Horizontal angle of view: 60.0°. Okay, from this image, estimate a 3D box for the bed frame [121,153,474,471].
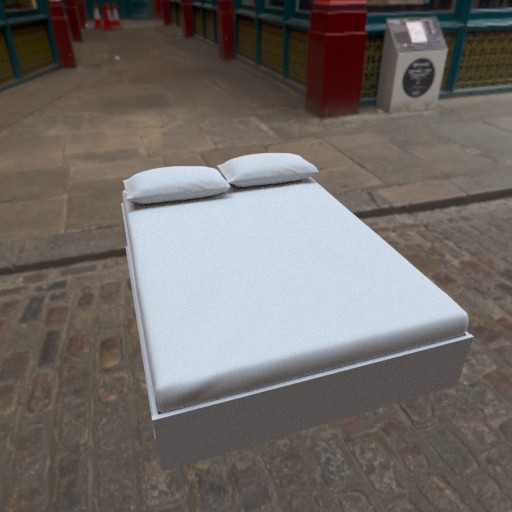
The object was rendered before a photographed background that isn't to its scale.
[{"bbox_3d":[0.000,0.000,2.611,1.450,0.629,1.950,-10,33,-15],"label":"bed frame"}]
